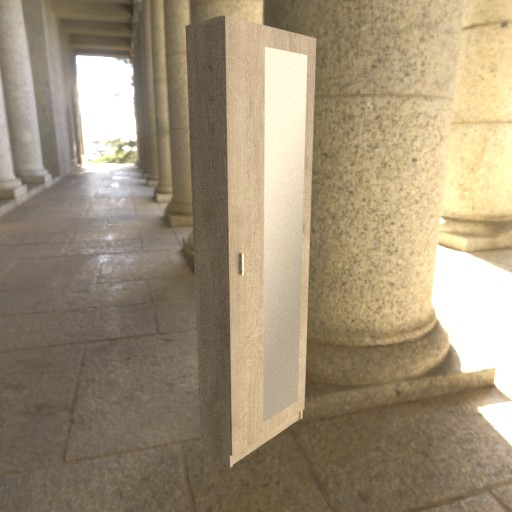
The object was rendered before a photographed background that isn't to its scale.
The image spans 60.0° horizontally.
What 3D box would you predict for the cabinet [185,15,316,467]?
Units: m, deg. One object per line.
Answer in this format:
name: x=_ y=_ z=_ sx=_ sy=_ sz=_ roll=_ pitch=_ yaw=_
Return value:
cabinet: x=0.000 y=0.000 z=1.942 sx=0.230 sy=1.790 sz=0.500 roll=14 pitch=20 yaw=43
